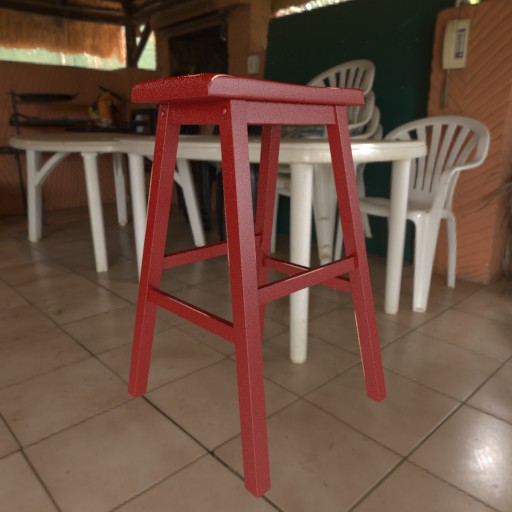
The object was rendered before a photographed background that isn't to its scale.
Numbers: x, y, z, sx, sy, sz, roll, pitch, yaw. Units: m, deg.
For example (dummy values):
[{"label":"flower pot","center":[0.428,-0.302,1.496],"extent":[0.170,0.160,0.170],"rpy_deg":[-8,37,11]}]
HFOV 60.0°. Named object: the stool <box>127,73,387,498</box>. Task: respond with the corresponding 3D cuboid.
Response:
[{"label":"stool","center":[0.000,0.000,1.025],"extent":[0.457,0.737,0.476],"rpy_deg":[-15,22,-42]}]
